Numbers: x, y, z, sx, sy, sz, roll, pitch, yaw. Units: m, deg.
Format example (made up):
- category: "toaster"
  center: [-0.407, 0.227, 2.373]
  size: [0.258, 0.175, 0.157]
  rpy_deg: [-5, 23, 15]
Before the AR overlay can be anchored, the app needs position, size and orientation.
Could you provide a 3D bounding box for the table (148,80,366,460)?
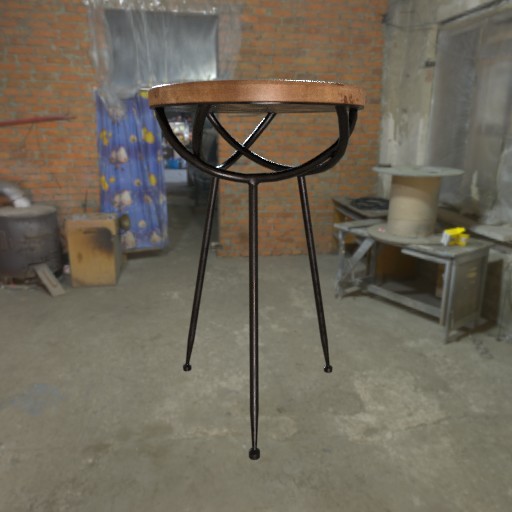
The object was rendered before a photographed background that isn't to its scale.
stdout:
- category: "table"
  center: [0.000, 0.000, 0.950]
  size: [0.418, 0.664, 0.414]
  rpy_deg: [15, 22, 42]
